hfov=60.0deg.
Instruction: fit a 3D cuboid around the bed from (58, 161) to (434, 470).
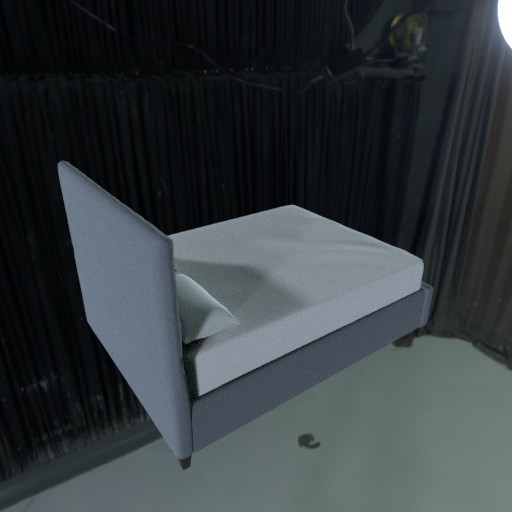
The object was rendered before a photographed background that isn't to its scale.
[{"bbox_3d":[0.000,0.000,3.351,2.231,1.427,1.698,-18,31,-32],"label":"bed"}]
